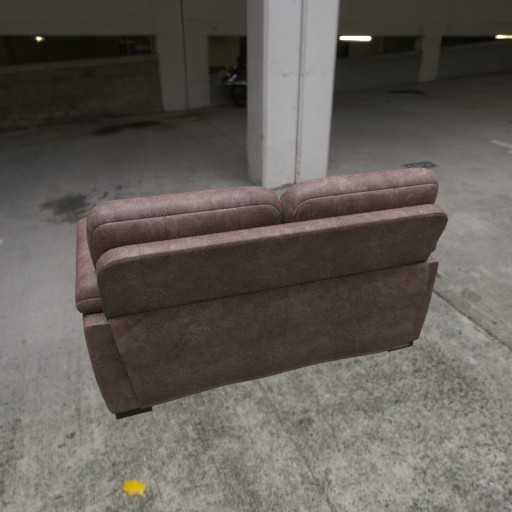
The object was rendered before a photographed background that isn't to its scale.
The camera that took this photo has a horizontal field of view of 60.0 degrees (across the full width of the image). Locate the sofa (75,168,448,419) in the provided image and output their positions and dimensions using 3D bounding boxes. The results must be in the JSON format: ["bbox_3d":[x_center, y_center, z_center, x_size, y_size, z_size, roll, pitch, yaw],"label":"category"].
[{"bbox_3d":[0.000,0.000,2.329,1.753,0.991,0.991,-9,28,-17],"label":"sofa"}]
